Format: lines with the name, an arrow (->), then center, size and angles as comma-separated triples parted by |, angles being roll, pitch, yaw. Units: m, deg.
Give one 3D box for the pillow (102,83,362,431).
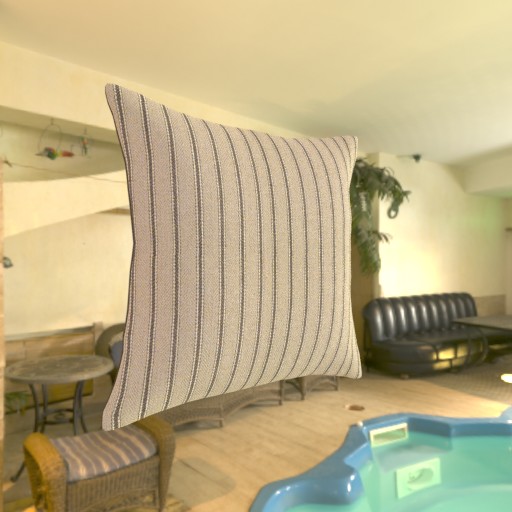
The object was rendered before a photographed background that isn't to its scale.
pillow -> 0.000, 0.000, 0.685 | 0.468, 0.444, 0.138 | 0, -1, -35
